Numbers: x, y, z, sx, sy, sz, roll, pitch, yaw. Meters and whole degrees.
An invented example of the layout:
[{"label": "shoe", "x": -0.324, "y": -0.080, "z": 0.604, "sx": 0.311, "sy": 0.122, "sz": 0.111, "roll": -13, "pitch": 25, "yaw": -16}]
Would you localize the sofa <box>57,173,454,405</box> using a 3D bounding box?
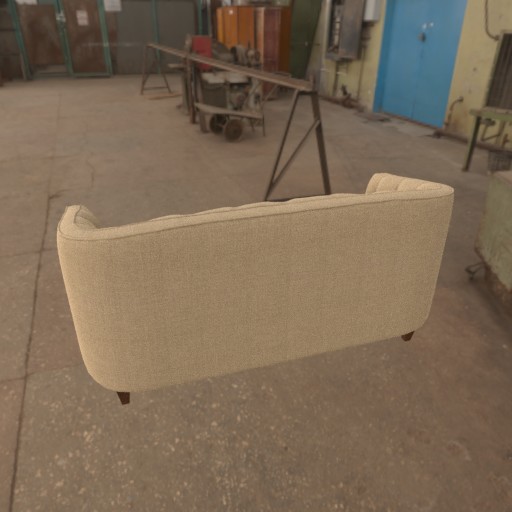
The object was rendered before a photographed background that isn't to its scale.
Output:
[{"label": "sofa", "x": 0.000, "y": 0.000, "z": 2.220, "sx": 1.733, "sy": 0.855, "sz": 0.941, "roll": -8, "pitch": 29, "yaw": -15}]
